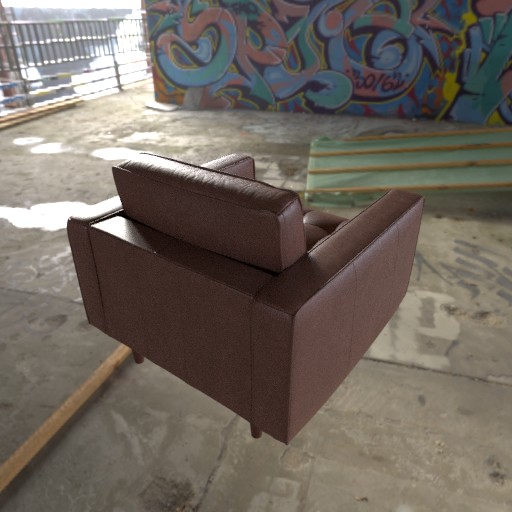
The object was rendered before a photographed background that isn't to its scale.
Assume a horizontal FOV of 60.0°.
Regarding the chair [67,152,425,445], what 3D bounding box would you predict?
[{"bbox_3d":[0.000,0.000,1.589,0.920,0.770,0.900,20,35,31],"label":"chair"}]
